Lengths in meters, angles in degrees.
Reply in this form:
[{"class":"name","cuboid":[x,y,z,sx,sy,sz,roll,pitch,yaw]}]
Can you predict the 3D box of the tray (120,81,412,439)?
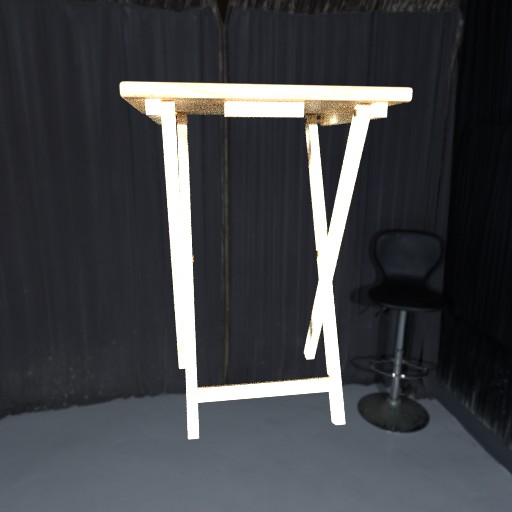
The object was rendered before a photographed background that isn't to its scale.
[{"class":"tray","cuboid":[0.000,0.000,0.973,0.483,0.660,0.381,-2,14,-9]}]
